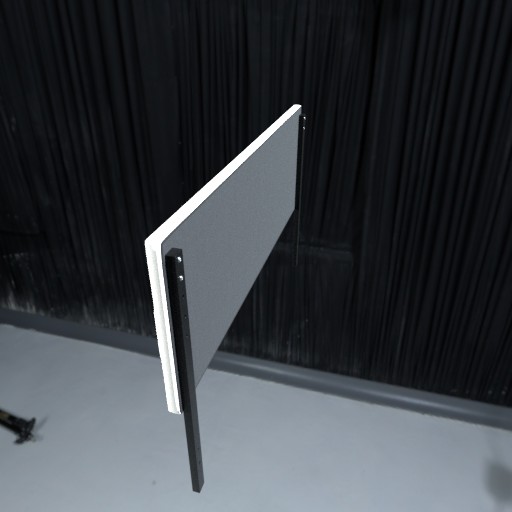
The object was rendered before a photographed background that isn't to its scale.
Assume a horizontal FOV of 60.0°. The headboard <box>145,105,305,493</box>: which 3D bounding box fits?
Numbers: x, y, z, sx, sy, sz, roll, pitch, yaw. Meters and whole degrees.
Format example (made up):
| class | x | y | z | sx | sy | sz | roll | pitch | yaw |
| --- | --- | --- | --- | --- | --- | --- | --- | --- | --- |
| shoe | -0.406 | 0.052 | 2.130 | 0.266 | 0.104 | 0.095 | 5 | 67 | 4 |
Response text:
| class | x | y | z | sx | sy | sz | roll | pitch | yaw |
| --- | --- | --- | --- | --- | --- | --- | --- | --- | --- |
| headboard | 0.000 | 0.000 | 2.806 | 0.120 | 1.410 | 2.362 | 8 | 31 | 14 |
